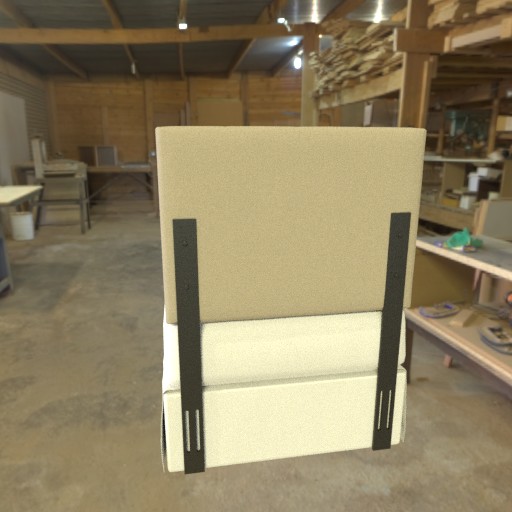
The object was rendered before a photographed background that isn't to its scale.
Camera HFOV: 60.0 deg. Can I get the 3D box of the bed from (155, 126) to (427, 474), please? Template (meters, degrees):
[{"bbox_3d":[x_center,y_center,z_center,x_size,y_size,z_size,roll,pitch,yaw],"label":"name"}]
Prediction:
[{"bbox_3d":[0.000,0.000,2.909,1.261,1.571,1.997,-3,15,-10],"label":"bed"}]
